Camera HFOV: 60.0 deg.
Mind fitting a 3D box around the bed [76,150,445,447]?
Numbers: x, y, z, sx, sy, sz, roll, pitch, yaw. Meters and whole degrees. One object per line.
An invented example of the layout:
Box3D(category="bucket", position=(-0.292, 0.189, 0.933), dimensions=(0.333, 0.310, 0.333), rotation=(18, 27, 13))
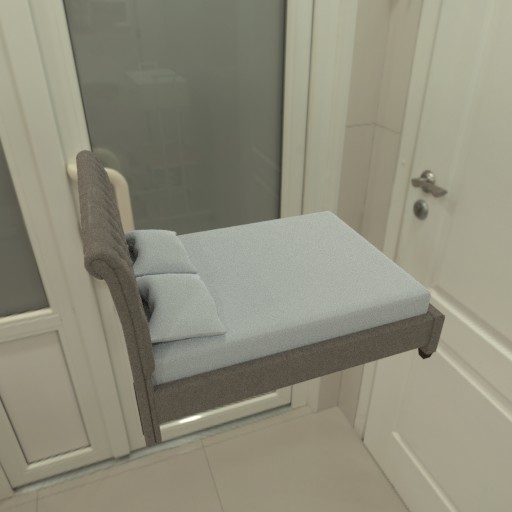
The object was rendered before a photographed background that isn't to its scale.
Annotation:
Box3D(category="bed", position=(0.000, 0.000, 3.297), dimensions=(2.252, 1.371, 1.645), rotation=(-11, 32, -18))
